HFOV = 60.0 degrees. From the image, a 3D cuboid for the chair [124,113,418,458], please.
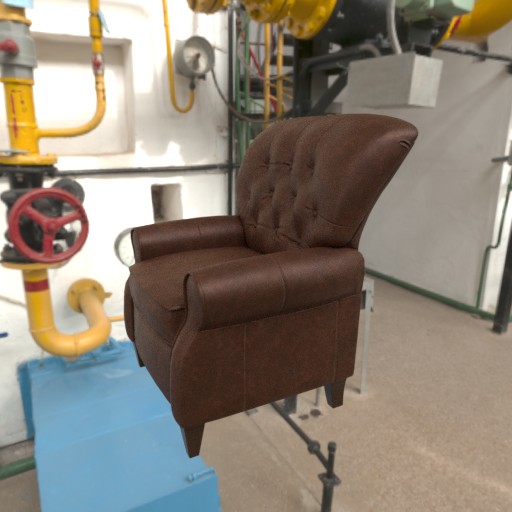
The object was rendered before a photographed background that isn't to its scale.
[{"bbox_3d":[0.000,0.000,1.895,1.031,1.162,0.979,-8,17,-27],"label":"chair"}]
